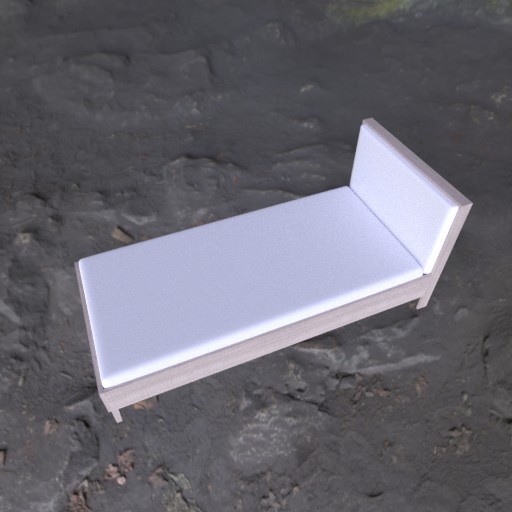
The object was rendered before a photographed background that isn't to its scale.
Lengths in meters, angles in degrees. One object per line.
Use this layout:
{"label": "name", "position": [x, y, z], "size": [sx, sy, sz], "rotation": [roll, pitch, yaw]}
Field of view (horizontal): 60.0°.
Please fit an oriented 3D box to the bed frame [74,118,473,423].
{"label": "bed frame", "position": [0.000, 0.000, 2.769], "size": [2.140, 0.920, 0.990], "rotation": [-17, 49, -15]}
